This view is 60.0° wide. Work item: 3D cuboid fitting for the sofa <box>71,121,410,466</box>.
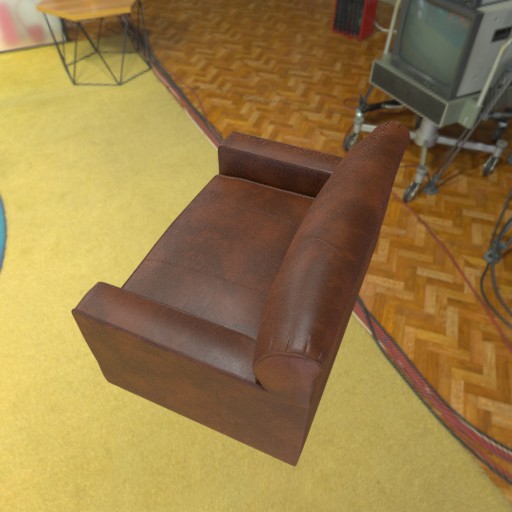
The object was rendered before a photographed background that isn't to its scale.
[{"bbox_3d":[0.000,0.000,2.069,1.000,0.956,1.413,18,49,16],"label":"sofa"}]
